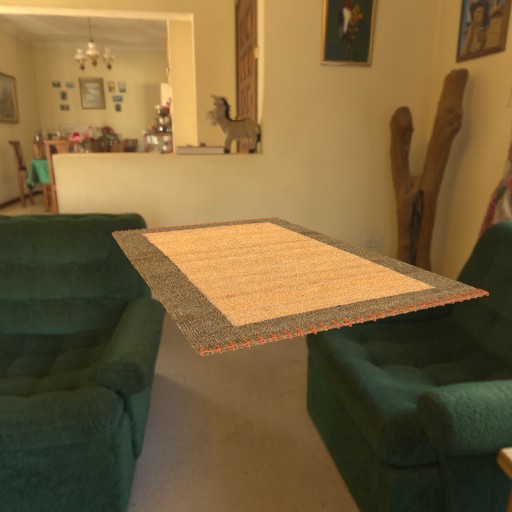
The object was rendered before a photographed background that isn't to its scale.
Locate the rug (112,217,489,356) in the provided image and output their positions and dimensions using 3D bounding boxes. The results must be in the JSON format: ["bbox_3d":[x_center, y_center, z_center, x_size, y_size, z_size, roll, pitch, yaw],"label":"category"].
[{"bbox_3d":[0.000,0.000,2.312,1.220,0.019,1.838,-7,17,-24],"label":"rug"}]
